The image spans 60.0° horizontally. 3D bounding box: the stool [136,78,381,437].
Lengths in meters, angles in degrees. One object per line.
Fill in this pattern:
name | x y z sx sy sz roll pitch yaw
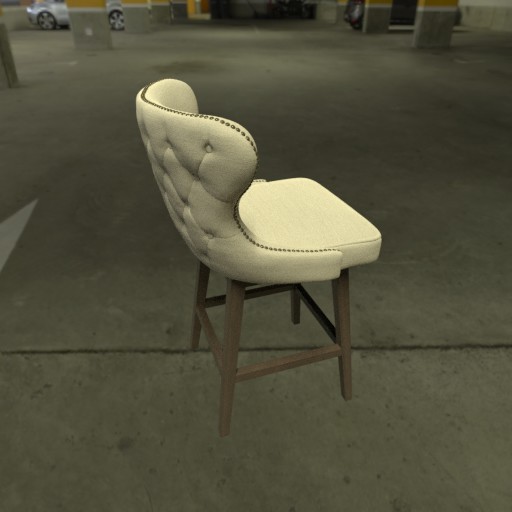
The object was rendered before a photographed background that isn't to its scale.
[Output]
stool | 0.000 0.000 1.357 0.597 0.972 0.615 -10 32 -17
